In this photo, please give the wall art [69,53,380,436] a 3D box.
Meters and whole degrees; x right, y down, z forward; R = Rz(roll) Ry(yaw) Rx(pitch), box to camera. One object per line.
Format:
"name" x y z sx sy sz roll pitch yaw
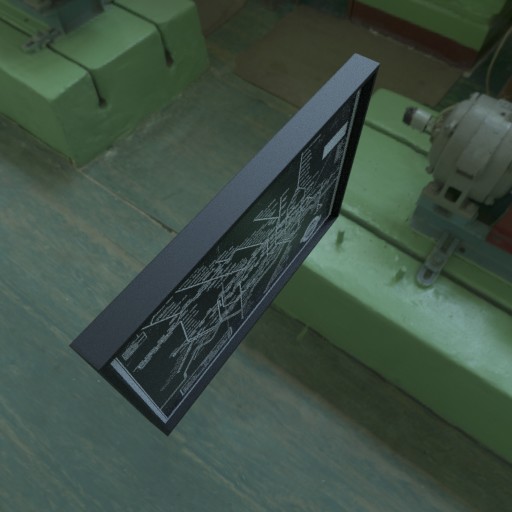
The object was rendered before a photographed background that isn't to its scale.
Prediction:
"wall art" 0.000 0.000 0.840 0.051 0.456 0.671 32 64 18
